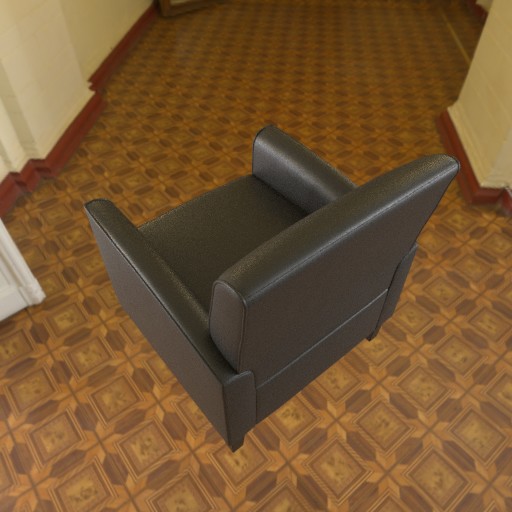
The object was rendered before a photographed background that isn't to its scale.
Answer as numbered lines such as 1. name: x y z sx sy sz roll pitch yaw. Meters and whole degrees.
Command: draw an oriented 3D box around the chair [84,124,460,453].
1. chair: 0.000 0.000 1.533 0.820 0.916 0.819 -30 53 -26
